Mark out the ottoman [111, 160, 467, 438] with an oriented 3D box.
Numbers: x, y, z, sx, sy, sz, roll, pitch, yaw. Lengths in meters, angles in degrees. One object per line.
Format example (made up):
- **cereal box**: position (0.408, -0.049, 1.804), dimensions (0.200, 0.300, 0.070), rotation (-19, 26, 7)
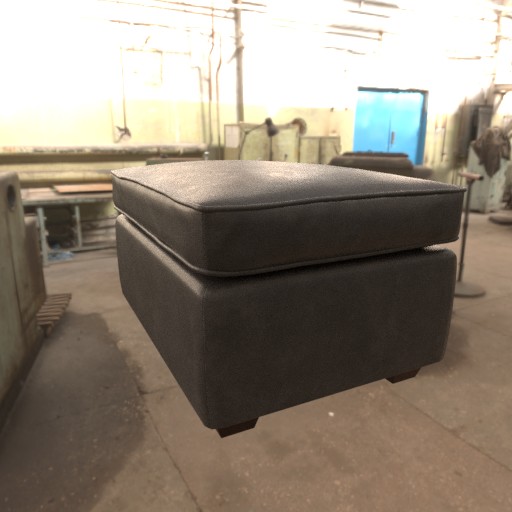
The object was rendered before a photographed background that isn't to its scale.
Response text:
- **ottoman**: position (0.000, 0.000, 1.081), dimensions (0.554, 0.445, 0.756), rotation (-7, 17, -26)
